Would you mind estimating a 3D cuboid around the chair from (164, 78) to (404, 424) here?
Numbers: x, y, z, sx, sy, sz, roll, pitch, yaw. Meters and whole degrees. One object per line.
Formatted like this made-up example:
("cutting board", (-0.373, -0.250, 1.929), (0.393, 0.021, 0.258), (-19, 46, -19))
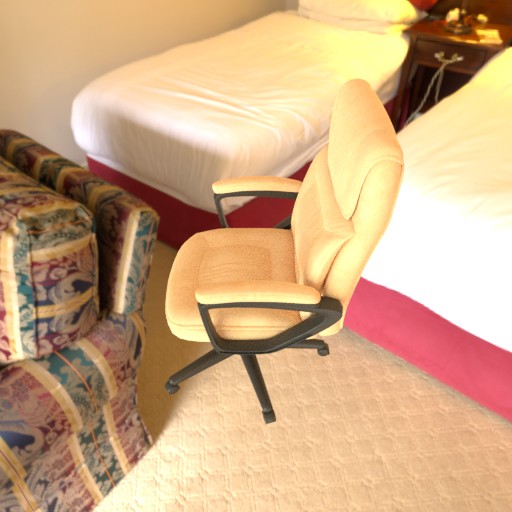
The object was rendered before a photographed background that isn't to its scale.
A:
("chair", (0.000, 0.000, 1.543), (0.724, 1.105, 0.667), (0, 41, 0))
